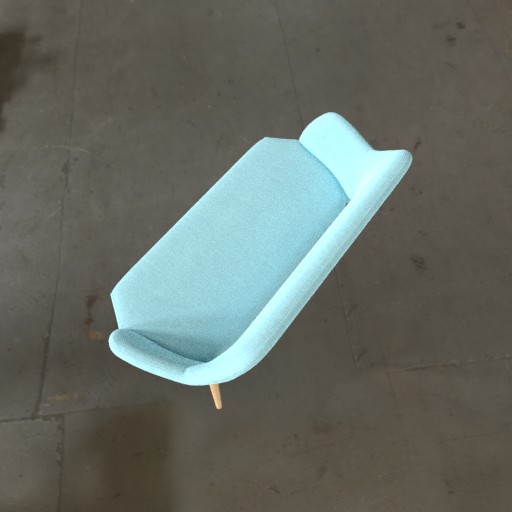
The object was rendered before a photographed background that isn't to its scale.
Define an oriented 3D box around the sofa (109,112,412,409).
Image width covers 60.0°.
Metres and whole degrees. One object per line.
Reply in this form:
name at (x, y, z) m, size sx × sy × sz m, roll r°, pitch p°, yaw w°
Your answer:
sofa at (0.000, 0.000, 1.632) m, size 0.610 × 0.840 × 1.150 m, roll 35°, pitch 68°, yaw 16°
